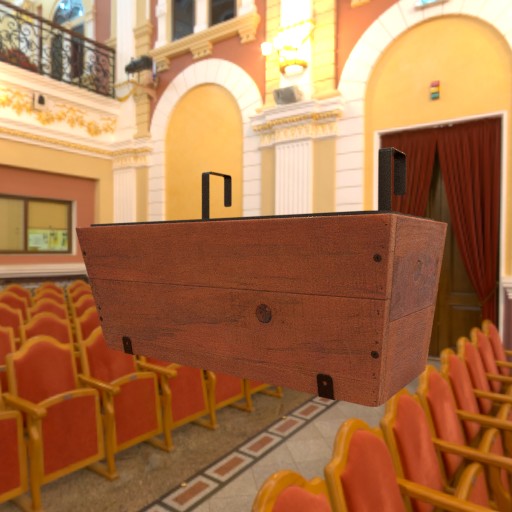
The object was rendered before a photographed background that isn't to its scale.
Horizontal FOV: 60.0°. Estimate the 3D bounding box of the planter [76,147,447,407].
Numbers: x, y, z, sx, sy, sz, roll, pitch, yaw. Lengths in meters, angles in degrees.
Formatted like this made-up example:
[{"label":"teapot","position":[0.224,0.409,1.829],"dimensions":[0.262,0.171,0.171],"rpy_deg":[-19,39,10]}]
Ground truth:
[{"label":"planter","position":[0.000,0.000,0.628],"dimensions":[0.480,0.289,0.262],"rpy_deg":[1,2,36]}]
